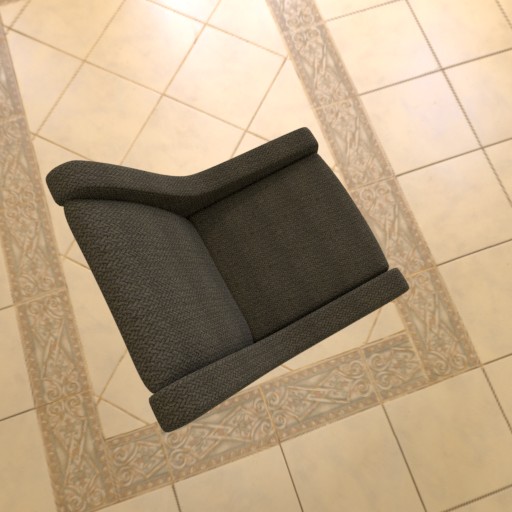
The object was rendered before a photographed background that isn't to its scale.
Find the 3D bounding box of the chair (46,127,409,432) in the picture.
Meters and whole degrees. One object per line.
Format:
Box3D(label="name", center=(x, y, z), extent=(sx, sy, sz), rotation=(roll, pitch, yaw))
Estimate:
Box3D(label="chair", center=(0.000, 0.000, 1.684), extent=(0.944, 1.012, 0.793), rotation=(-28, 78, -7))
